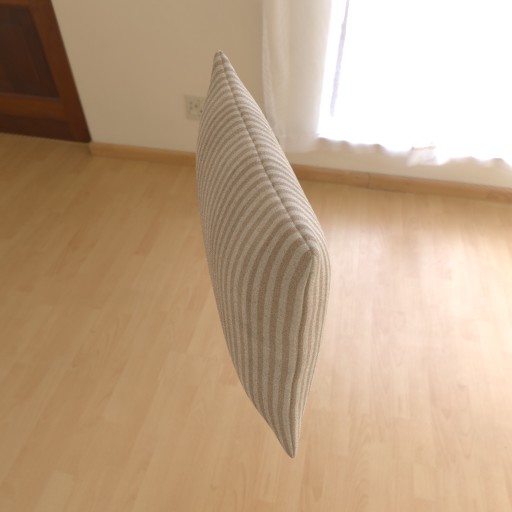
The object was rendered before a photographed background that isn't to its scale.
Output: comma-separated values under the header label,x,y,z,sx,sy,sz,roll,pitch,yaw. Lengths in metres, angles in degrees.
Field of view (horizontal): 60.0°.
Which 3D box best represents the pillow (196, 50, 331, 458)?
label,x,y,z,sx,sy,sz,roll,pitch,yaw
pillow,0.000,0.000,0.776,0.166,0.510,0.523,-10,46,-9
